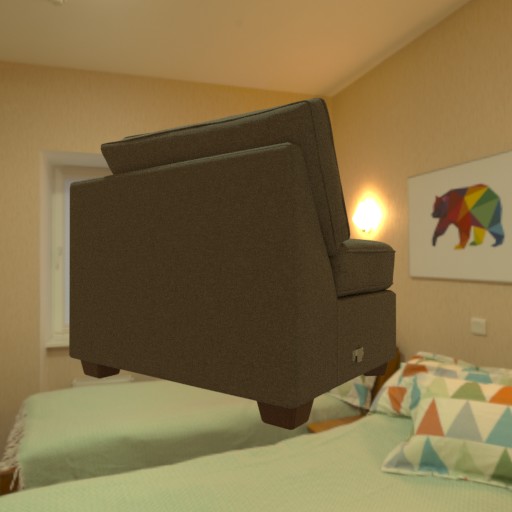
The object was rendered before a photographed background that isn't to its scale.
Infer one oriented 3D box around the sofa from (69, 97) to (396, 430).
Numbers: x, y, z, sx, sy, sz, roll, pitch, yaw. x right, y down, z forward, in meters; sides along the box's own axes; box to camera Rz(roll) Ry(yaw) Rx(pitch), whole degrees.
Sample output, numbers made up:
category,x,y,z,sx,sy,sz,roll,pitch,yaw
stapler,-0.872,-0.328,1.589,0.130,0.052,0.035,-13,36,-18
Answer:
category,x,y,z,sx,sy,sz,roll,pitch,yaw
sofa,0.000,0.000,1.825,1.050,0.951,1.042,0,-1,37
